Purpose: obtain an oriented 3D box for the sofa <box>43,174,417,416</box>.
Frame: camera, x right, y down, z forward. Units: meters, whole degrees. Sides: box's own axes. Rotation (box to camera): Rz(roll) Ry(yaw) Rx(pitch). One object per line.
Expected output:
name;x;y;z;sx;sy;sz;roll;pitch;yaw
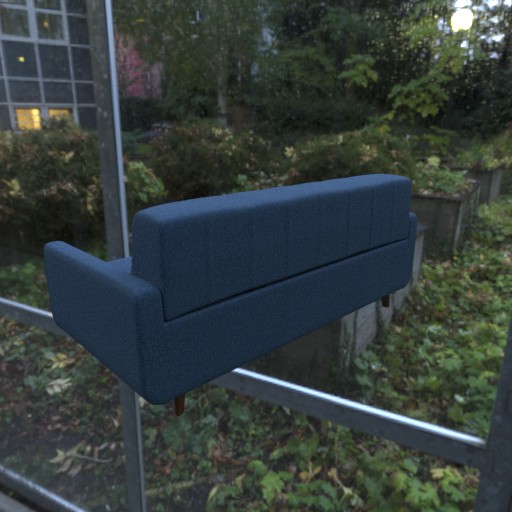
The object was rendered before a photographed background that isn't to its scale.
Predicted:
sofa;0.000;0.000;2.593;2.055;0.884;0.942;-15;23;-41
